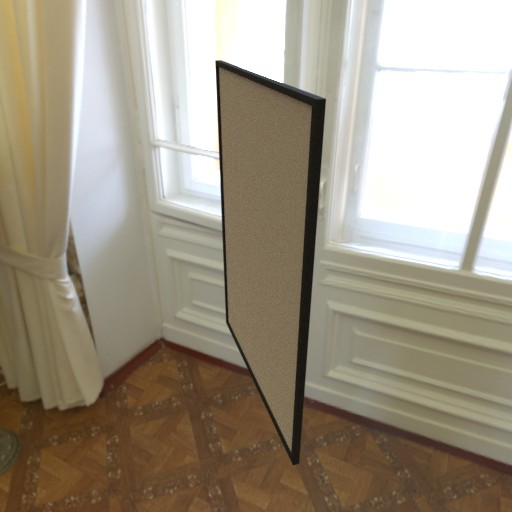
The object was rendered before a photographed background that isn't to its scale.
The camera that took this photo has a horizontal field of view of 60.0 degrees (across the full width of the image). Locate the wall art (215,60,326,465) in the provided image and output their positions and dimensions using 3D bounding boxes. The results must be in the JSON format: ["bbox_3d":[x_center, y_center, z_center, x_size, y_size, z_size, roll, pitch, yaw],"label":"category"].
[{"bbox_3d":[0.000,0.000,0.865,0.013,0.660,0.460,-10,31,-17],"label":"wall art"}]
